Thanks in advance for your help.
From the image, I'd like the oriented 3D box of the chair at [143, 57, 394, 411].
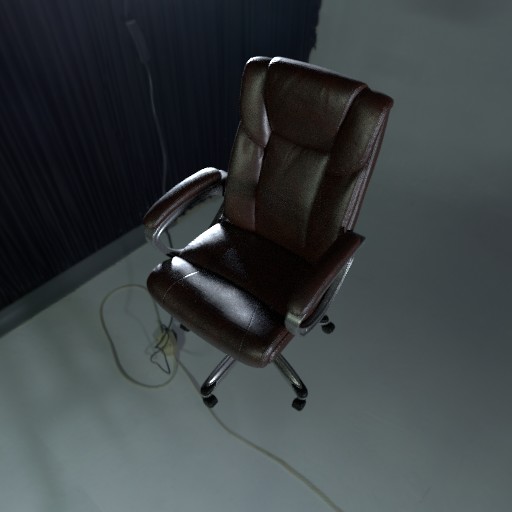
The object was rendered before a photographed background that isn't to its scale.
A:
[{"bbox_3d":[0.000,0.000,1.557,0.656,1.128,0.692,29,52,26],"label":"chair"}]
